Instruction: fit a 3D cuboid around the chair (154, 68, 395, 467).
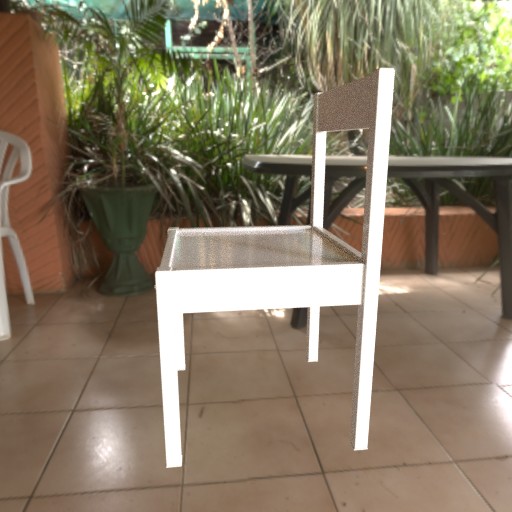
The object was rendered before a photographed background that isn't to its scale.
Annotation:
[{"bbox_3d":[0.000,0.000,0.686,0.285,0.505,0.285,-2,15,-8],"label":"chair"}]
